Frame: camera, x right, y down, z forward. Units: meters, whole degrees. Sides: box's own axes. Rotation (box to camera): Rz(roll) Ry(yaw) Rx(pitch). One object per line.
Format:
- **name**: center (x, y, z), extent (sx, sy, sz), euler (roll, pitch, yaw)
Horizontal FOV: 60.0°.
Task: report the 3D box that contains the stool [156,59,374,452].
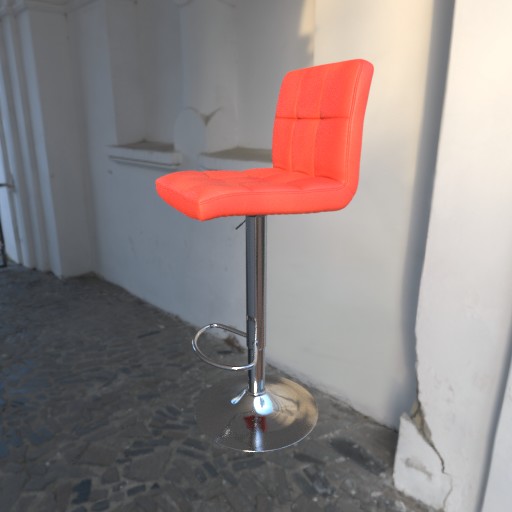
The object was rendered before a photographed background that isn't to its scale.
- **stool**: center (0.000, 0.000, 1.372), extent (0.505, 1.115, 0.430), euler (-8, 19, -24)
